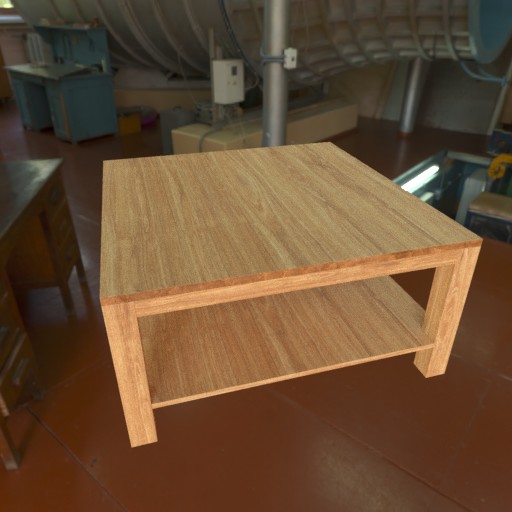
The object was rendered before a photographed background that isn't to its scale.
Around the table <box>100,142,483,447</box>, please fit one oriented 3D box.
[{"bbox_3d":[0.000,0.000,1.465,0.900,0.450,0.900,-8,31,-14],"label":"table"}]
